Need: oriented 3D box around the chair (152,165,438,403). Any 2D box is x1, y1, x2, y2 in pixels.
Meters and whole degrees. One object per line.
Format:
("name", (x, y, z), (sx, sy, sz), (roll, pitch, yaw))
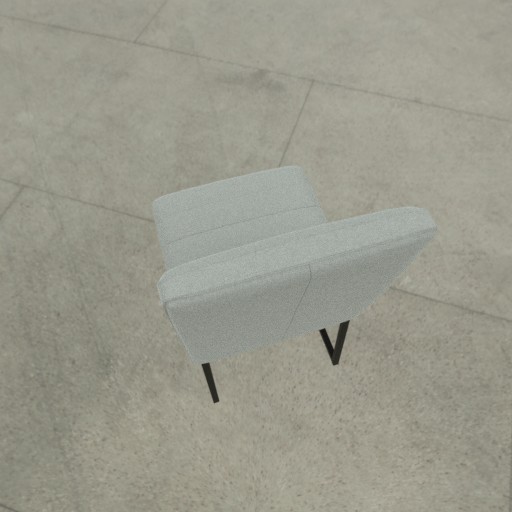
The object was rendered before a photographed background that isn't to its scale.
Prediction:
("chair", (0.000, 0.000, 1.288), (0.520, 0.930, 0.634), (-15, 60, -9))
